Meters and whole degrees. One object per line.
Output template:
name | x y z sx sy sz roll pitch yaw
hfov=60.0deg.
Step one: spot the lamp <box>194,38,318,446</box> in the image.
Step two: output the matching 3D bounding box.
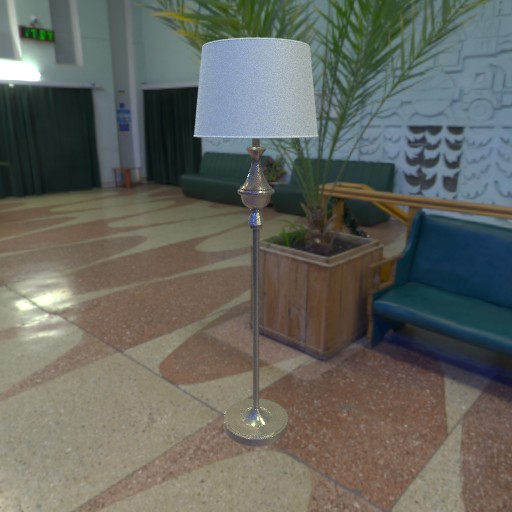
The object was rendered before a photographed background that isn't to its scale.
lamp | 0.000 0.000 1.667 0.431 1.488 0.431 0 17 0
